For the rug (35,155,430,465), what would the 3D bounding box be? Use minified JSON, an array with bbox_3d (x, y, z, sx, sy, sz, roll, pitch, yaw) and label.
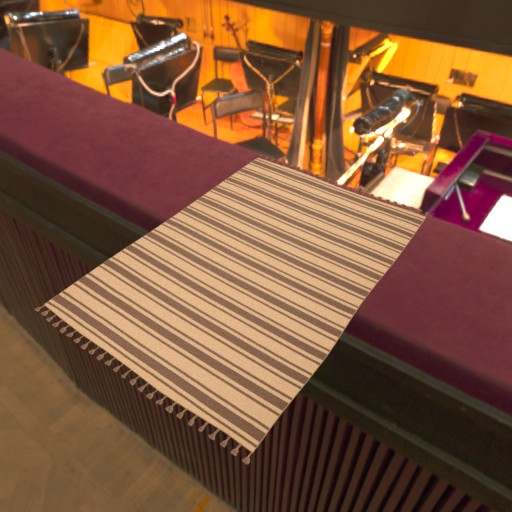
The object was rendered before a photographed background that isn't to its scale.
[{"bbox_3d":[0.000,0.000,3.864,2.030,0.017,3.040,25,47,26],"label":"rug"}]
